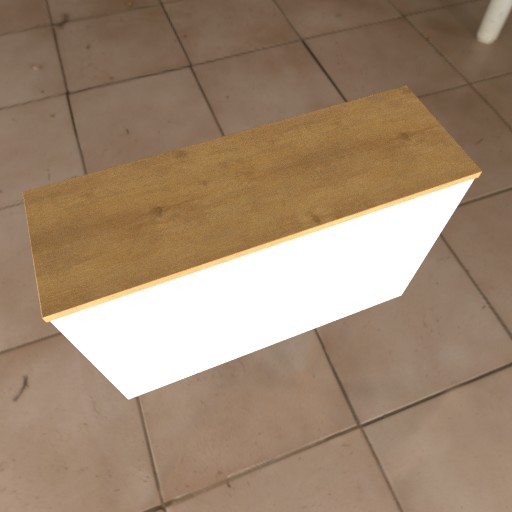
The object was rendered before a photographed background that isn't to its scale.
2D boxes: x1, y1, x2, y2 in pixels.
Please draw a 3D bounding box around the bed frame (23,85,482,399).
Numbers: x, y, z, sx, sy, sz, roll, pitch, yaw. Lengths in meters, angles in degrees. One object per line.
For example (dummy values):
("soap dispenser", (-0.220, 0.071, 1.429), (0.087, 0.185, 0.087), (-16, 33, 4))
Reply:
("bed frame", (0.000, 0.000, 1.679), (1.300, 0.850, 0.430), (-19, 60, -11))
